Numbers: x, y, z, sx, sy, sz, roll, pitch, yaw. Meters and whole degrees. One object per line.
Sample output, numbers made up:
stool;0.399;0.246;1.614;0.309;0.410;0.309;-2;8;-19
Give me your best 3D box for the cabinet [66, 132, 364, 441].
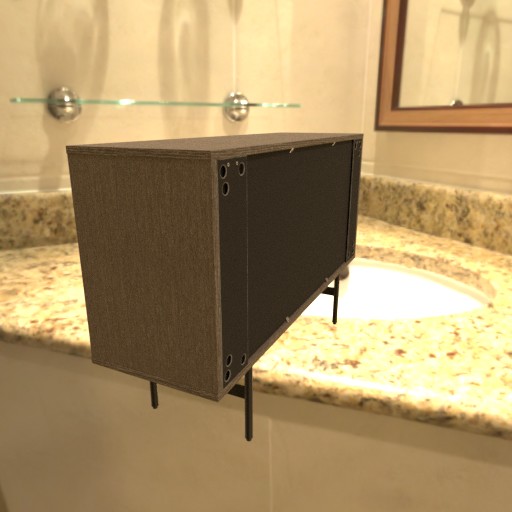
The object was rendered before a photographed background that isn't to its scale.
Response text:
cabinet;0.000;0.000;1.524;0.405;0.787;1.194;8;19;25
